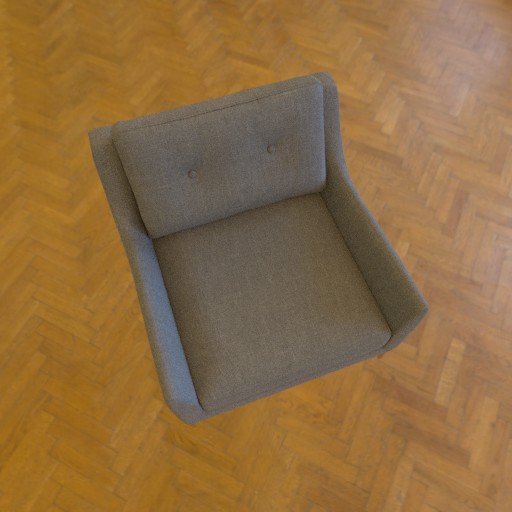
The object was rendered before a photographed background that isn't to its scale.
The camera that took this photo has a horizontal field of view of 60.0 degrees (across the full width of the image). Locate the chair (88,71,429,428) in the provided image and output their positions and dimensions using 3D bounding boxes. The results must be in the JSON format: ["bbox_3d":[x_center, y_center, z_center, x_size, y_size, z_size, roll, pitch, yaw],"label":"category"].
[{"bbox_3d":[0.000,0.000,1.548,0.847,0.828,0.849,-18,63,-9],"label":"chair"}]
